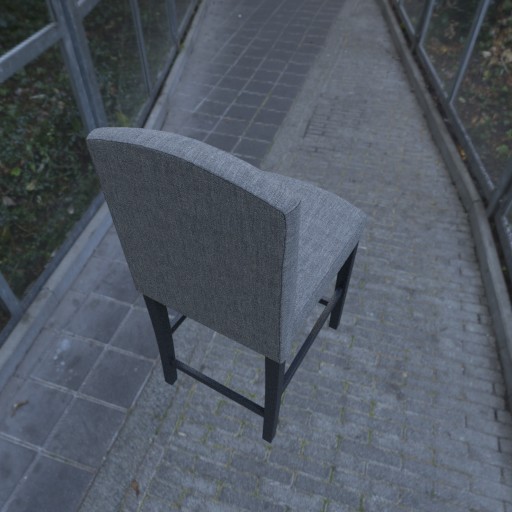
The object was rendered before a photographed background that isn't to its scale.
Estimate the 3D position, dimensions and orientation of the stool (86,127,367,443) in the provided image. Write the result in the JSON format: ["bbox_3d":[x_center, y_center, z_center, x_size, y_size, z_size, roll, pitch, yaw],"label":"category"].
[{"bbox_3d":[0.000,0.000,1.241,0.451,0.966,0.552,23,49,21],"label":"stool"}]
